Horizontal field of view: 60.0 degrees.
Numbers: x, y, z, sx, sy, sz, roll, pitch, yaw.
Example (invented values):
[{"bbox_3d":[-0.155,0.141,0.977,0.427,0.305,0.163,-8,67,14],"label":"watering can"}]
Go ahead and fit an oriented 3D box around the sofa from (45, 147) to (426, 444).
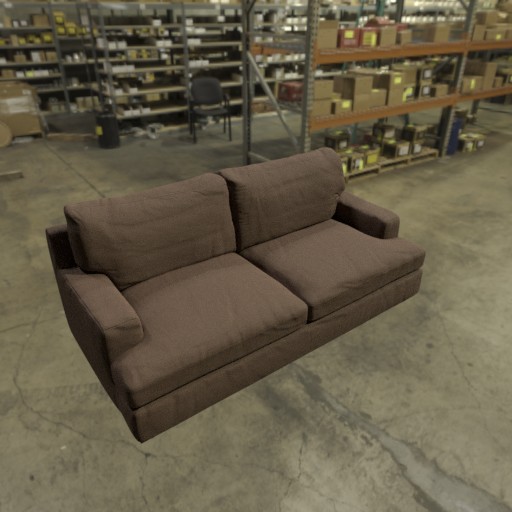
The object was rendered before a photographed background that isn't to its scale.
[{"bbox_3d":[0.000,0.000,2.904,2.274,0.950,1.140,-20,35,-31],"label":"sofa"}]
